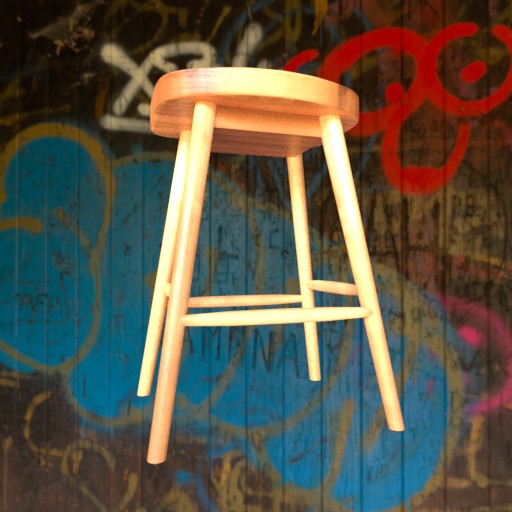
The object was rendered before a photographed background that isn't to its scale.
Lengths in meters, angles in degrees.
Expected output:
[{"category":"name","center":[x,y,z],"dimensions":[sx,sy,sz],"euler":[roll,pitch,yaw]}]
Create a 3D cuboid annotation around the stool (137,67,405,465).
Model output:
[{"category":"stool","center":[0.000,0.000,0.879],"dimensions":[0.440,0.615,0.361],"euler":[0,-1,-17]}]
